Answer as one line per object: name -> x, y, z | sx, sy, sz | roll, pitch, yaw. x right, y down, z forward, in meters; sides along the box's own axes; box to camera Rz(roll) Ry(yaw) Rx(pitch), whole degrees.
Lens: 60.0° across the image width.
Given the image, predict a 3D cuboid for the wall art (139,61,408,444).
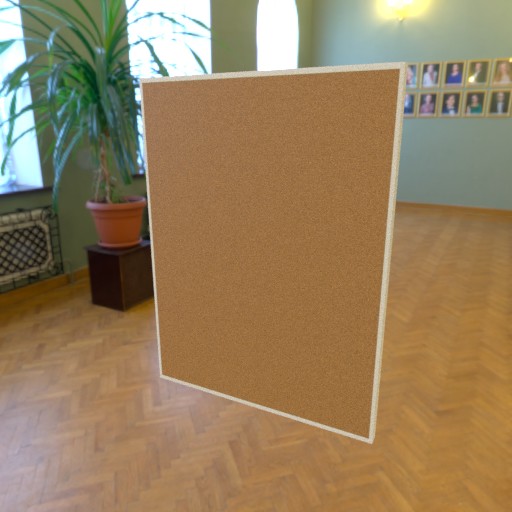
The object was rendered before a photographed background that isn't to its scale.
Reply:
wall art -> 0.000, 0.000, 1.360 | 0.795, 1.050, 0.039 | 8, 18, 26
